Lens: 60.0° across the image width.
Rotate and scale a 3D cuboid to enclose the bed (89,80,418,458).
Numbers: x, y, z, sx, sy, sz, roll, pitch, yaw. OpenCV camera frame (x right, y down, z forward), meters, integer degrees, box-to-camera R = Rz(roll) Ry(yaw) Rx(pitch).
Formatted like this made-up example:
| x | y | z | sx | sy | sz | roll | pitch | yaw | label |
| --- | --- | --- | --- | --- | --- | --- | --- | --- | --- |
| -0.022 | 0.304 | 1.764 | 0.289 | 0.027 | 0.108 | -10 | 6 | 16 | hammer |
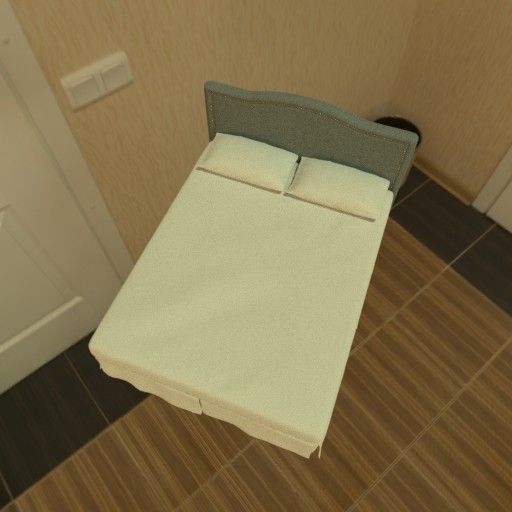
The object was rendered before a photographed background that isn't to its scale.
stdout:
| x | y | z | sx | sy | sz | roll | pitch | yaw | label |
| --- | --- | --- | --- | --- | --- | --- | --- | --- | --- |
| 0.000 | 0.000 | 3.993 | 2.161 | 1.457 | 2.689 | 18 | 61 | 11 | bed |
